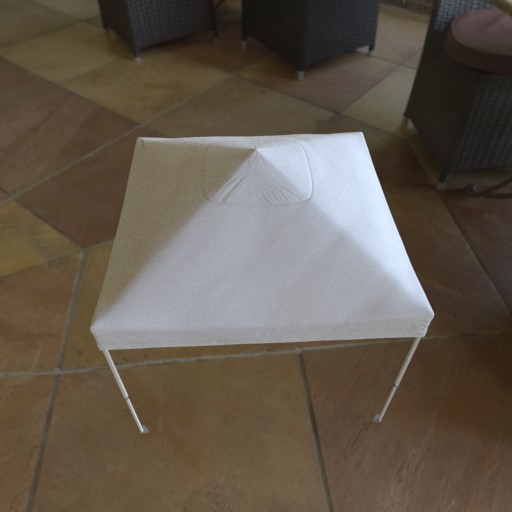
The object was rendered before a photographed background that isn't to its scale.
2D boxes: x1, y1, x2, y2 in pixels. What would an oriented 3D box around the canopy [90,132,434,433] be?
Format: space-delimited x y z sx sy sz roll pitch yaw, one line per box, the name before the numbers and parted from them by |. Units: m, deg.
canopy | 0.000 0.000 5.362 2.996 2.997 2.998 -2 47 -2
